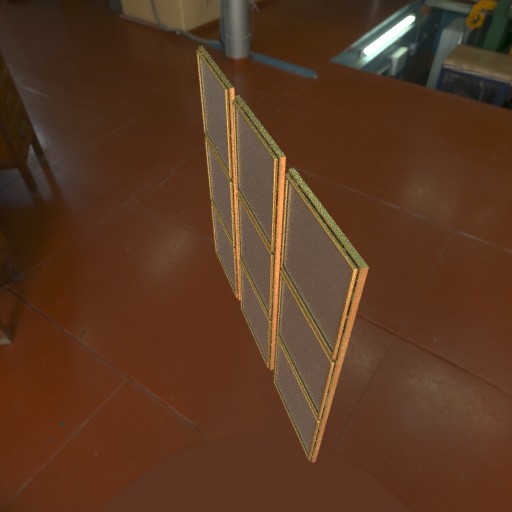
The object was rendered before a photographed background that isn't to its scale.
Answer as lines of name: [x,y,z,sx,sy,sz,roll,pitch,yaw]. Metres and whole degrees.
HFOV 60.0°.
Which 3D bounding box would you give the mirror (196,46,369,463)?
mirror: [0.000,0.000,1.409,0.023,0.926,1.011,-15,48,-14]
